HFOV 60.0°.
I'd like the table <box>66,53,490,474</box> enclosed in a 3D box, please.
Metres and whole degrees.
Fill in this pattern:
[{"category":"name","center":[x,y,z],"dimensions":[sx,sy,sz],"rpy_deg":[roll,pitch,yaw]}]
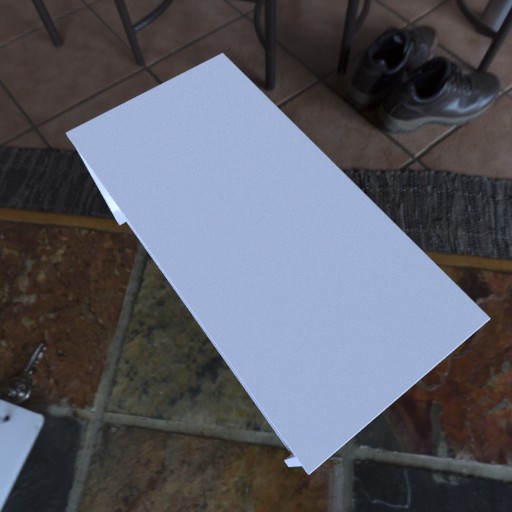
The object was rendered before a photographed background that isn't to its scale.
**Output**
[{"category":"table","center":[0.000,0.000,1.249],"dimensions":[0.500,0.441,1.000],"rpy_deg":[-34,69,-15]}]
